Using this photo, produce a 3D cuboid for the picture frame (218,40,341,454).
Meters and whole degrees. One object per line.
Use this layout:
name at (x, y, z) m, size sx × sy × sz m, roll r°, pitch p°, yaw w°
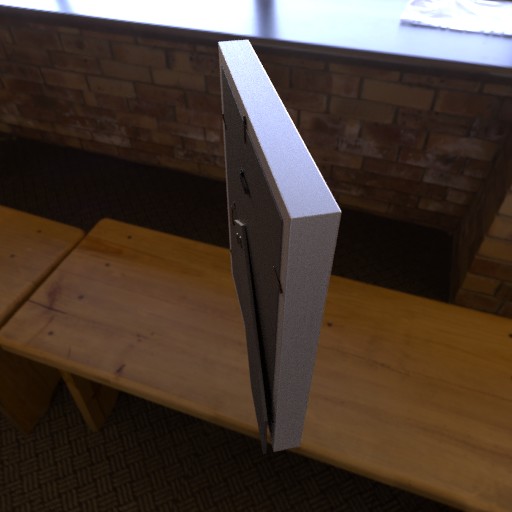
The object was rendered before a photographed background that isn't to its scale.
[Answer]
picture frame at (0.000, 0.000, 0.391) m, size 0.036 × 0.282 × 0.233 m, roll -9°, pitch 46°, yaw -8°
